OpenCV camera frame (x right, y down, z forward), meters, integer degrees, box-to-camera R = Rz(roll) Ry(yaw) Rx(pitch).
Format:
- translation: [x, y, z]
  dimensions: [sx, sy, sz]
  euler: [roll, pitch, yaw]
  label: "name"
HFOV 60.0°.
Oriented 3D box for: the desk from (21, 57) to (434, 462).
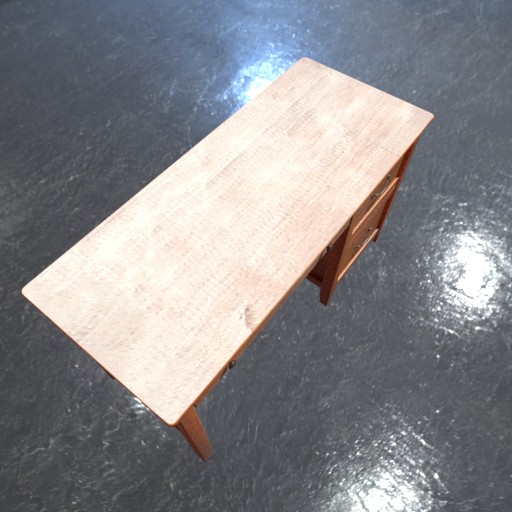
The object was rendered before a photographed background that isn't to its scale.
- translation: [0.000, 0.000, 1.706]
  dimensions: [0.574, 0.756, 1.353]
  euler: [33, 63, 19]
  label: "desk"
